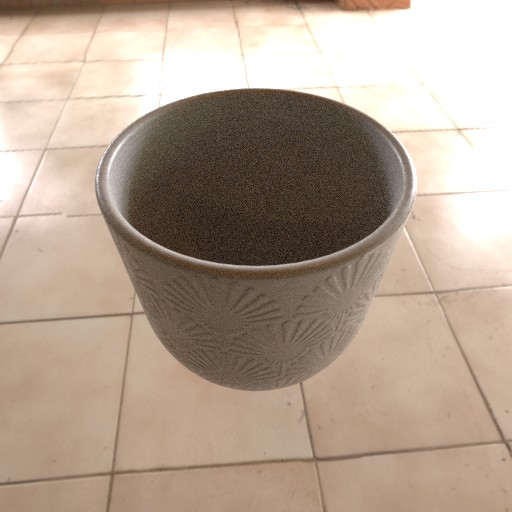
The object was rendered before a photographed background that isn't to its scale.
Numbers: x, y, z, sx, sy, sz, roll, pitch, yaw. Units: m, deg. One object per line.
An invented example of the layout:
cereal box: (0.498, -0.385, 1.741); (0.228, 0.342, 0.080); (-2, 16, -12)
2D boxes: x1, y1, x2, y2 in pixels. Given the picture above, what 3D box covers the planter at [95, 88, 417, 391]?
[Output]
planter: (0.000, 0.000, 0.293); (0.170, 0.152, 0.170); (0, 46, 0)
